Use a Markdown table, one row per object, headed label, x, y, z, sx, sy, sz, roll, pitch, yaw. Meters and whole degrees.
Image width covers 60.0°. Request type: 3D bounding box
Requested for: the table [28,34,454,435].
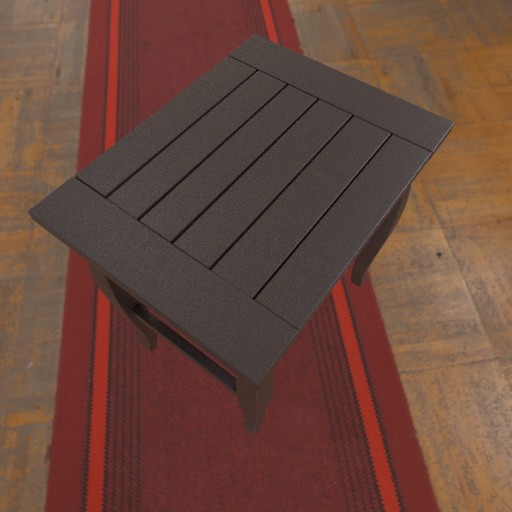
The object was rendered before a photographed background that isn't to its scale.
| label | x | y | z | sx | sy | sz | roll | pitch | yaw |
| --- | --- | --- | --- | --- | --- | --- | --- | --- | --- |
| table | 0.000 | 0.000 | 1.015 | 0.460 | 0.605 | 0.602 | 33 | 64 | 18 |
